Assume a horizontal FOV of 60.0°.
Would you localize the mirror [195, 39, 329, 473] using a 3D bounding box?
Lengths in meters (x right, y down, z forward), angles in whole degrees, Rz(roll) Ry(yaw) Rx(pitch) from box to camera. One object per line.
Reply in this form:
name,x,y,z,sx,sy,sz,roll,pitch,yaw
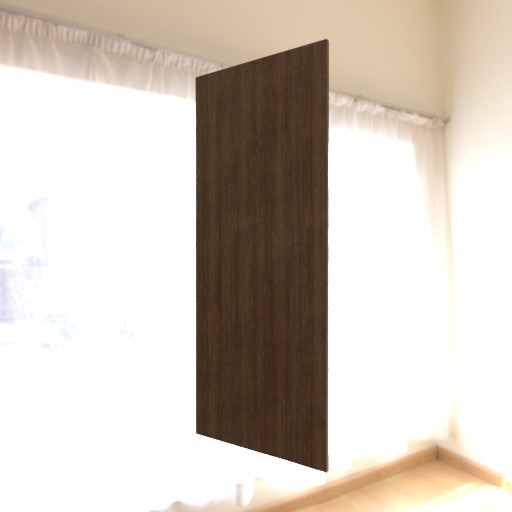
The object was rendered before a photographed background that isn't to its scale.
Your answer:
mirror,0.000,0.000,2.312,0.812,2.032,0.025,0,0,34
